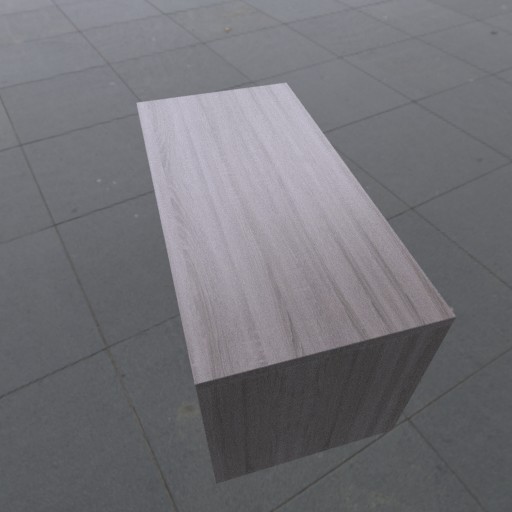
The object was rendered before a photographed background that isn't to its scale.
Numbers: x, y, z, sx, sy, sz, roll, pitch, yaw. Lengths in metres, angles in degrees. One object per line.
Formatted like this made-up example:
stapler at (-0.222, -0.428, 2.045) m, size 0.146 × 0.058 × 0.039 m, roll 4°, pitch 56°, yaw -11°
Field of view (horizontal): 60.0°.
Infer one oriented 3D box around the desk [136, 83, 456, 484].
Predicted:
desk at (0.000, 0.000, 1.815) m, size 0.690 × 0.745 × 1.380 m, roll -12°, pitch 48°, yaw -11°
